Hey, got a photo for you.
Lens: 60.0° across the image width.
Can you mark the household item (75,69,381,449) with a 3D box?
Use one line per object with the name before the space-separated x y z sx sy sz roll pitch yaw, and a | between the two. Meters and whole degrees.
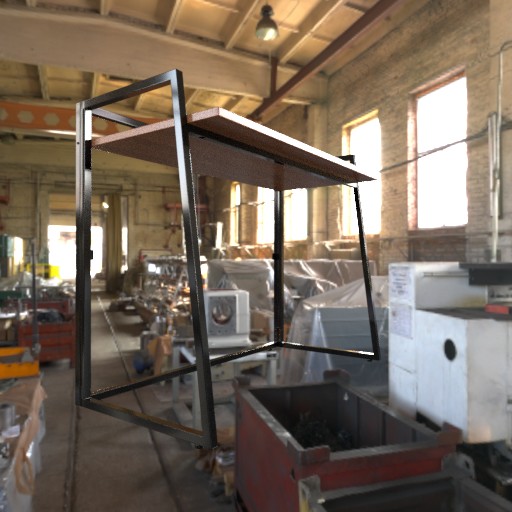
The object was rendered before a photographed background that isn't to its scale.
household item | 0.000 0.000 1.531 0.510 0.860 1.050 0 0 35
